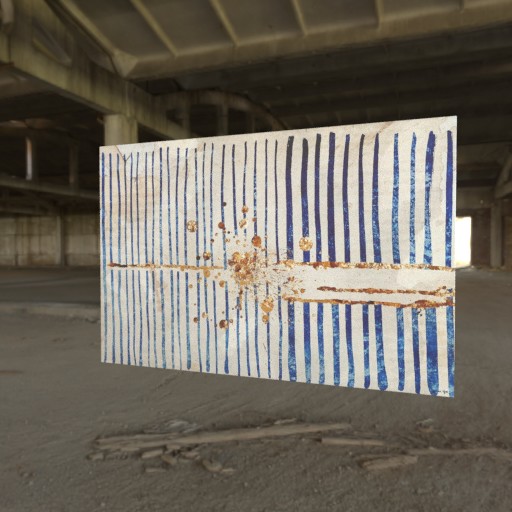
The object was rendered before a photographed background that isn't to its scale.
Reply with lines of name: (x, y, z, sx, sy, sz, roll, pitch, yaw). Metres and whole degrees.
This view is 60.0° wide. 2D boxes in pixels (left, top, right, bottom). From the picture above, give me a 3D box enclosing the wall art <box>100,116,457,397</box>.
wall art: (0.000, 0.000, 1.392, 1.143, 0.757, 0.038, 0, 1, 19)
